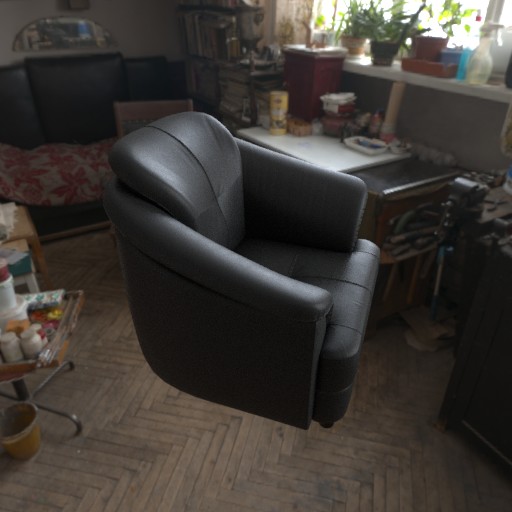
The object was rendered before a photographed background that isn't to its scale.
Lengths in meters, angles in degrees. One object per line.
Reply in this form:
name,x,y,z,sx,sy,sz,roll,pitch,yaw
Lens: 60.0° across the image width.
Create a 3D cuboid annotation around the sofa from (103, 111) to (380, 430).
sofa,0.000,0.000,1.499,0.794,0.811,0.870,10,33,16
